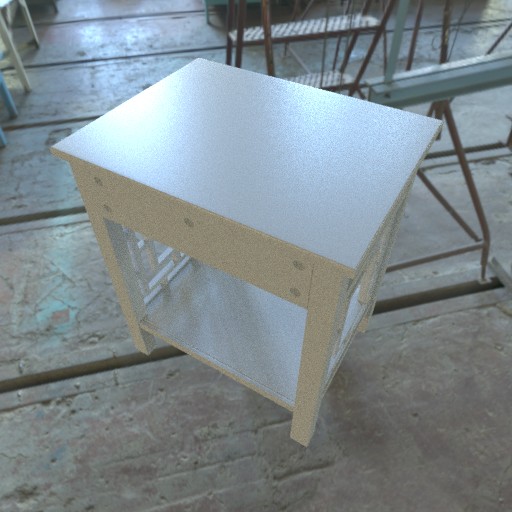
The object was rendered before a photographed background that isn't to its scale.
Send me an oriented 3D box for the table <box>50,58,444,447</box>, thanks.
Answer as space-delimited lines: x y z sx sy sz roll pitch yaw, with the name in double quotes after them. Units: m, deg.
0.000 0.000 1.032 0.564 0.646 0.451 23 50 21 "table"
